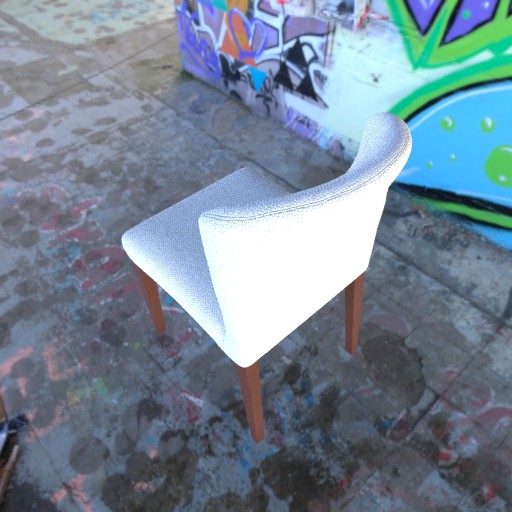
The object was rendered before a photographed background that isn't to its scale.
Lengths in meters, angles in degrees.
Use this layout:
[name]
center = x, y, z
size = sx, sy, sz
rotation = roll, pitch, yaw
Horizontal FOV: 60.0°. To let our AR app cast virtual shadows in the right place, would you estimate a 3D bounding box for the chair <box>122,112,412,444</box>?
[chair]
center = 0.000, 0.000, 1.157
size = 0.491, 0.839, 0.589
rotation = -34, 56, -28
